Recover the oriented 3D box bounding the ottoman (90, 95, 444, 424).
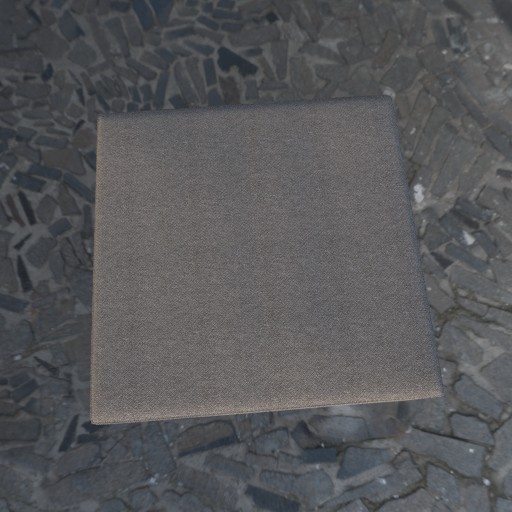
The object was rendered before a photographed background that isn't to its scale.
[{"bbox_3d":[0.000,0.000,1.476,0.981,0.378,0.970,-4,75,-1],"label":"ottoman"}]
